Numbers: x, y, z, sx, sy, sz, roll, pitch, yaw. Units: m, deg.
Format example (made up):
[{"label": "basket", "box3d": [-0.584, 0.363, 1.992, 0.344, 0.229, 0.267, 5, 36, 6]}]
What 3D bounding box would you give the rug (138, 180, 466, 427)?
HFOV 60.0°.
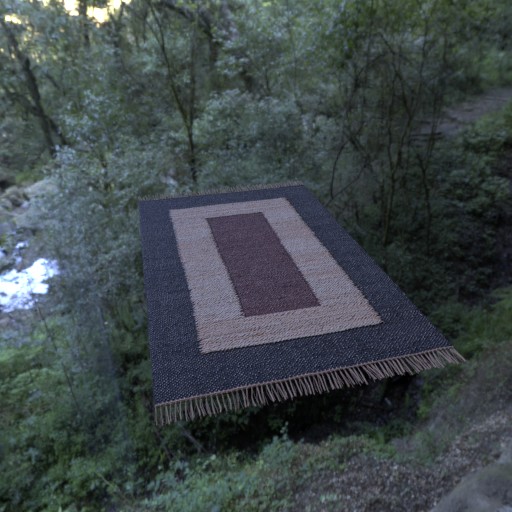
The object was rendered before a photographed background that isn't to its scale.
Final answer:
[{"label": "rug", "box3d": [0.000, 0.000, 2.463, 1.224, 0.027, 2.021, -8, 32, -12]}]
